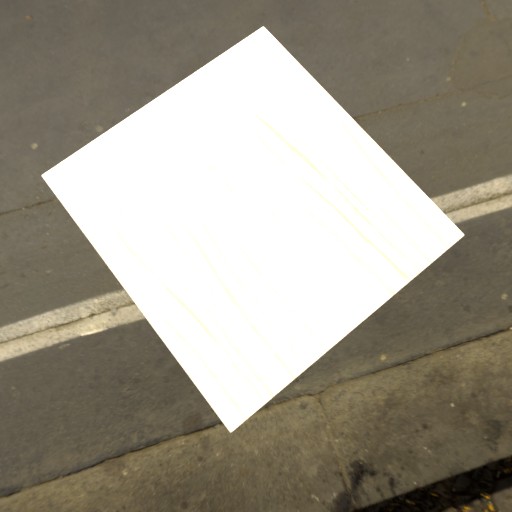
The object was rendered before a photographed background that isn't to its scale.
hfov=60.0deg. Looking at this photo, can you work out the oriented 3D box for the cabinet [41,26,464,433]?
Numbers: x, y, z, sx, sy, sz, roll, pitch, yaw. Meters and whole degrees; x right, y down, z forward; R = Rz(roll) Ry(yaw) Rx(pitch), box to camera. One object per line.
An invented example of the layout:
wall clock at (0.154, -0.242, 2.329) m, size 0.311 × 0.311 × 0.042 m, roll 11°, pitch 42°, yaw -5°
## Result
cabinet at (0.000, 0.000, 0.857) m, size 0.401 × 0.579 × 0.409 m, roll -38°, pitch 78°, yaw -9°
